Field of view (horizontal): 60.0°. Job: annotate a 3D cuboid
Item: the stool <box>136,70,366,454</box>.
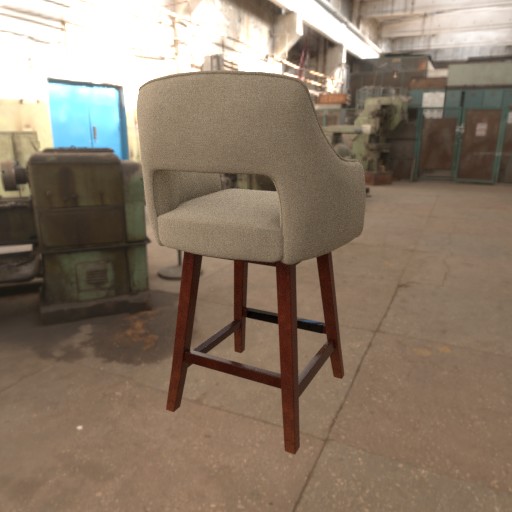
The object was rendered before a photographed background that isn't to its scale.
[{"bbox_3d":[0.000,0.000,1.282,0.550,0.936,0.560,8,18,26],"label":"stool"}]
